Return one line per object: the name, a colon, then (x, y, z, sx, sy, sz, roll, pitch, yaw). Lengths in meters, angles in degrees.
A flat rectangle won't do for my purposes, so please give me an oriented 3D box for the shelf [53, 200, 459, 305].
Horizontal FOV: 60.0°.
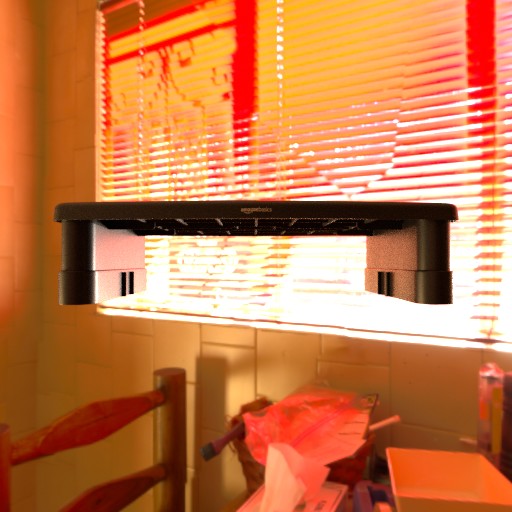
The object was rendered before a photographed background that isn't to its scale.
shelf: (0.000, 0.000, 0.544, 0.410, 0.100, 0.280, 0, -1, 0)
